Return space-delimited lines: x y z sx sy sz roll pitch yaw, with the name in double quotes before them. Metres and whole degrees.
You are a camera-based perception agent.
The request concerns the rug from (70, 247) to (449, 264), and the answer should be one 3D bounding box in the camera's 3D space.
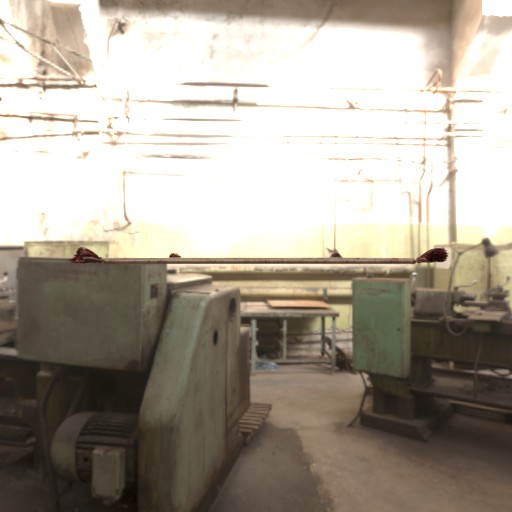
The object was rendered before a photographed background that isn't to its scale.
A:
"rug" 0.000 0.000 2.638 1.444 0.067 2.069 0 0 -1
